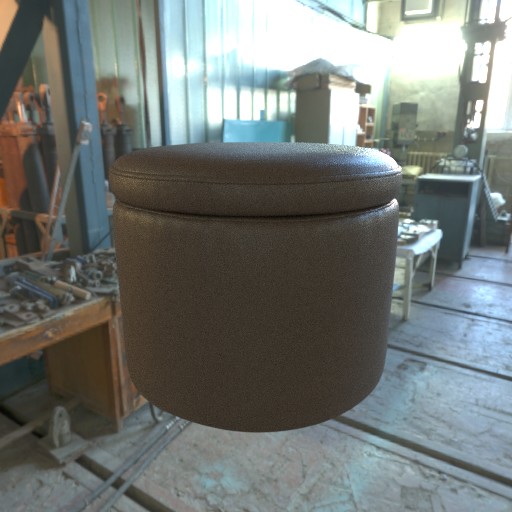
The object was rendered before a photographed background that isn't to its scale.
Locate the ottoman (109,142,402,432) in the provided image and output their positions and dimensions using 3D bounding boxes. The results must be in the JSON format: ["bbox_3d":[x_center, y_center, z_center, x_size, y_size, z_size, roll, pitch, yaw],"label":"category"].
[{"bbox_3d":[0.000,0.000,0.832,0.500,0.409,0.500,0,16,0],"label":"ottoman"}]
